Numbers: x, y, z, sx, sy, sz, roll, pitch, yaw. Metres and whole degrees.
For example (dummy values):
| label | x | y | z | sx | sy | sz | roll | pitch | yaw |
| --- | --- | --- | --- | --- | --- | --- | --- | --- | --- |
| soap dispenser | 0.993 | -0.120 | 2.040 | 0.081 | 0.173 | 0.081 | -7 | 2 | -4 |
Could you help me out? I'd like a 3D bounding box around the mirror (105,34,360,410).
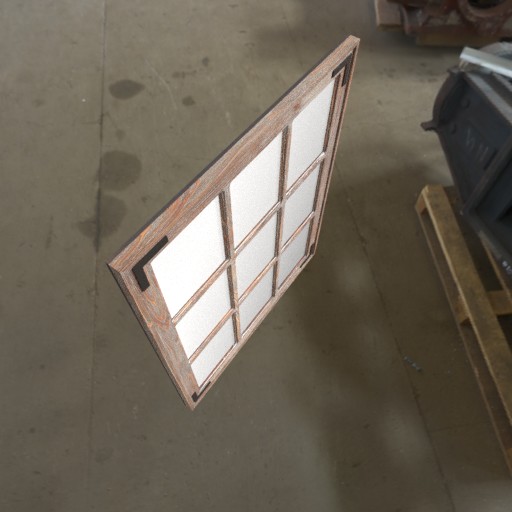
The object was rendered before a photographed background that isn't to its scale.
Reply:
| label | x | y | z | sx | sy | sz | roll | pitch | yaw |
| --- | --- | --- | --- | --- | --- | --- | --- | --- | --- |
| mirror | 0.000 | 0.000 | 1.194 | 0.032 | 0.882 | 0.730 | 32 | 63 | 18 |
